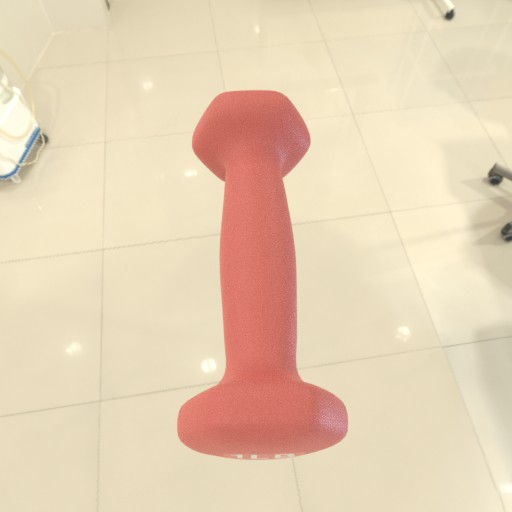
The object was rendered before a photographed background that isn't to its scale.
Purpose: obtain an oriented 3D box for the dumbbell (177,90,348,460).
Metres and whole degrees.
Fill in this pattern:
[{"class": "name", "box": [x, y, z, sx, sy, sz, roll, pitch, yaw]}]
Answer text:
[{"class": "dumbbell", "box": [0.000, 0.000, 0.148, 0.047, 0.043, 0.123, -2, 59, -1]}]
